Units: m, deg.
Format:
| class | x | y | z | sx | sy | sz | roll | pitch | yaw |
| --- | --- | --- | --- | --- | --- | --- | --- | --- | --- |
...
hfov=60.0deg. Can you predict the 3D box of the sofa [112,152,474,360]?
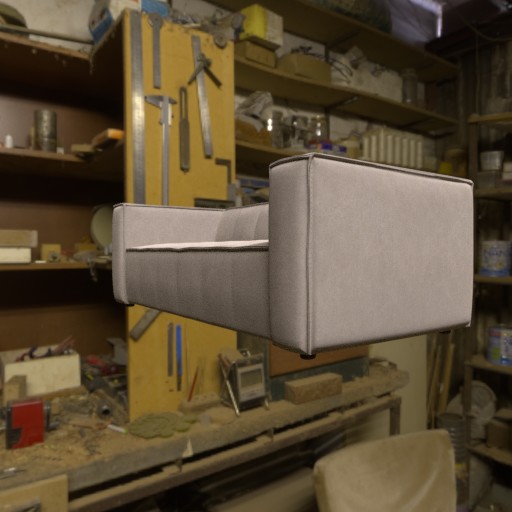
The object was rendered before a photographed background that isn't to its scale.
| class | x | y | z | sx | sy | sz | roll | pitch | yaw |
| --- | --- | --- | --- | --- | --- | --- | --- | --- | --- |
| sofa | 0.000 | 0.000 | 2.462 | 1.038 | 0.680 | 1.995 | 0 | 1 | -35 |
